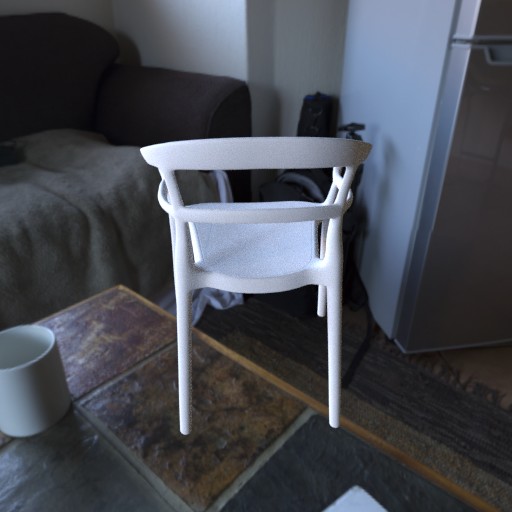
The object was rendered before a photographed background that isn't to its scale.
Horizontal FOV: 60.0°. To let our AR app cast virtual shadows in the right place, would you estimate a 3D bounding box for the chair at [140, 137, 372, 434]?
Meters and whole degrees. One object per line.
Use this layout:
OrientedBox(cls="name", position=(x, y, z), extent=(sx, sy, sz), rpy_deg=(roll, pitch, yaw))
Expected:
OrientedBox(cls="chair", position=(0.000, 0.000, 1.179), extent=(0.559, 0.761, 0.527), rpy_deg=(-2, 29, -3))
